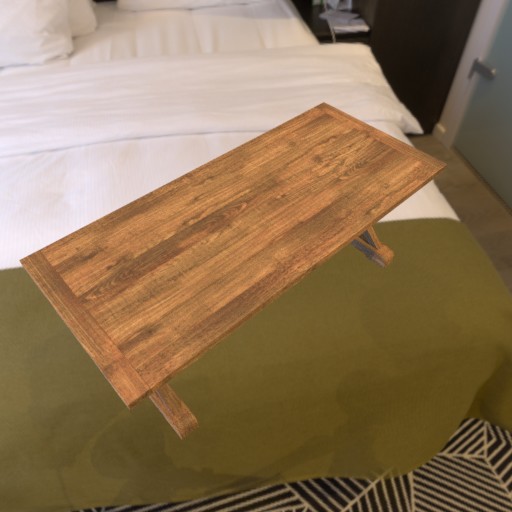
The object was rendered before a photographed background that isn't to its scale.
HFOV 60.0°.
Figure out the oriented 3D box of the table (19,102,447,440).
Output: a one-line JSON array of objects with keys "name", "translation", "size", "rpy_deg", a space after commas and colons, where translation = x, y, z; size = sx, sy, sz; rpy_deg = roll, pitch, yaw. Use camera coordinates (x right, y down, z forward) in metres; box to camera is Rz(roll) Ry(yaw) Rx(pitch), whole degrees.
[{"name": "table", "translation": [0.000, 0.000, 2.481], "size": [2.031, 0.733, 0.907], "rpy_deg": [-34, 57, -27]}]
